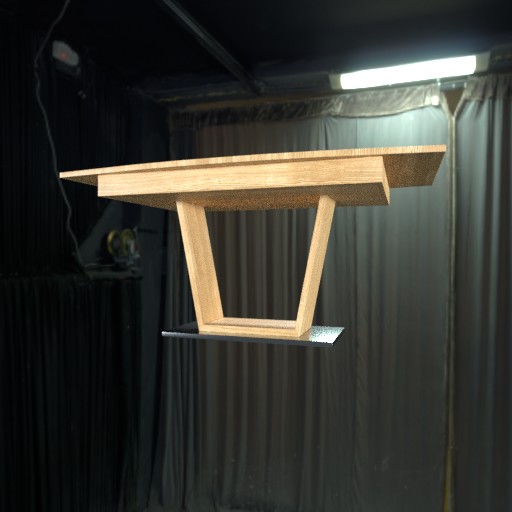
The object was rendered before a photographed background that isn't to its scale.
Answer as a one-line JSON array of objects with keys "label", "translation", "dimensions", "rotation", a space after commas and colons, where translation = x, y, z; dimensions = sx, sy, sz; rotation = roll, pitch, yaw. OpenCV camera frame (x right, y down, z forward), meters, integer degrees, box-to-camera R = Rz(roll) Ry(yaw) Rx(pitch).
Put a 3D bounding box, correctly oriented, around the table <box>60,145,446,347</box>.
[{"label": "table", "translation": [0.000, 0.000, 2.101], "dimensions": [1.598, 0.748, 0.900], "rotation": [0, 0, 18]}]
